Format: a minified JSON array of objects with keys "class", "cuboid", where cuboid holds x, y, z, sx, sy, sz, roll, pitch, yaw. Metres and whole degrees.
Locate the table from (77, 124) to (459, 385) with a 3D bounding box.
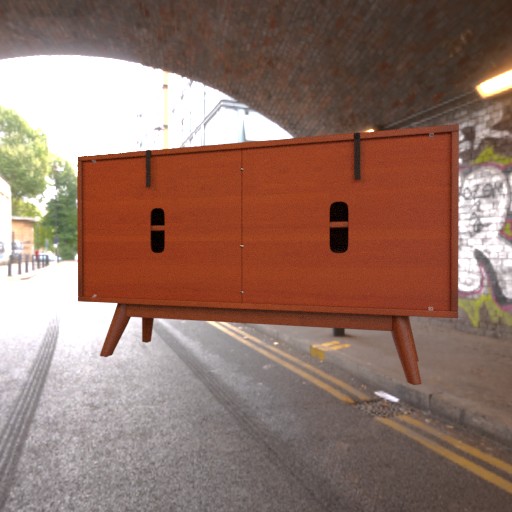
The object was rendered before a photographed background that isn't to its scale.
[{"class":"table","cuboid":[0.000,0.000,1.496,1.220,0.698,0.308,0,1,19]}]
